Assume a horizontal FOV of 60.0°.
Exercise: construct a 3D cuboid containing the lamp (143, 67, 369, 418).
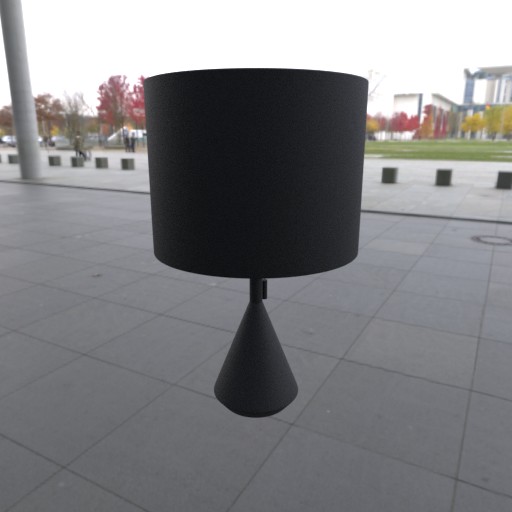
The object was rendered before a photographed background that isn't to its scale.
[{"bbox_3d":[0.000,0.000,0.802,0.359,0.584,0.359,14,21,42],"label":"lamp"}]
